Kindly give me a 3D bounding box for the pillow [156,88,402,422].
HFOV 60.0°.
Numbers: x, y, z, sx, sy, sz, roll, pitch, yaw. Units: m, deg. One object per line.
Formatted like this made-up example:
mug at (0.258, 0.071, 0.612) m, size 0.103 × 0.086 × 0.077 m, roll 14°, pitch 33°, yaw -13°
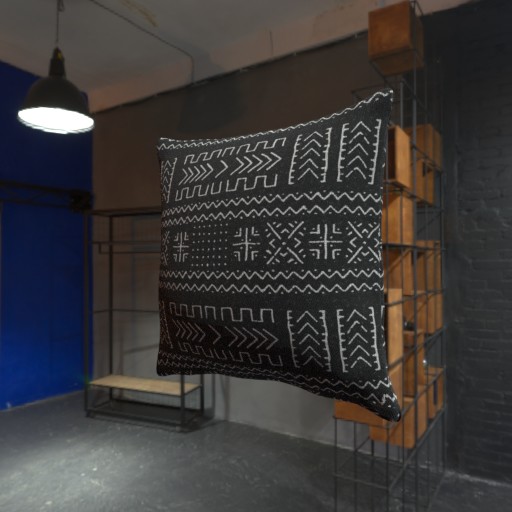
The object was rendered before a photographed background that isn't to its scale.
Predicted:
pillow at (0.000, 0.000, 0.679) m, size 0.438 × 0.430 × 0.164 m, roll -1°, pitch -1°, yaw 35°
